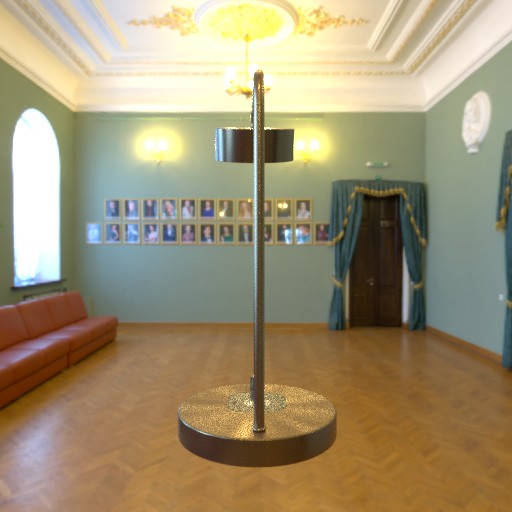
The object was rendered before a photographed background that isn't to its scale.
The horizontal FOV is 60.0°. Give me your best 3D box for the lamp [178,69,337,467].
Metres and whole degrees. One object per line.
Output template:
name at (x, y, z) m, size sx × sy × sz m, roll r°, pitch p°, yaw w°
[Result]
lamp at (0.000, 0.000, 0.532) m, size 0.171 × 0.380 × 0.270 m, roll 0°, pitch 0°, yaw -1°
